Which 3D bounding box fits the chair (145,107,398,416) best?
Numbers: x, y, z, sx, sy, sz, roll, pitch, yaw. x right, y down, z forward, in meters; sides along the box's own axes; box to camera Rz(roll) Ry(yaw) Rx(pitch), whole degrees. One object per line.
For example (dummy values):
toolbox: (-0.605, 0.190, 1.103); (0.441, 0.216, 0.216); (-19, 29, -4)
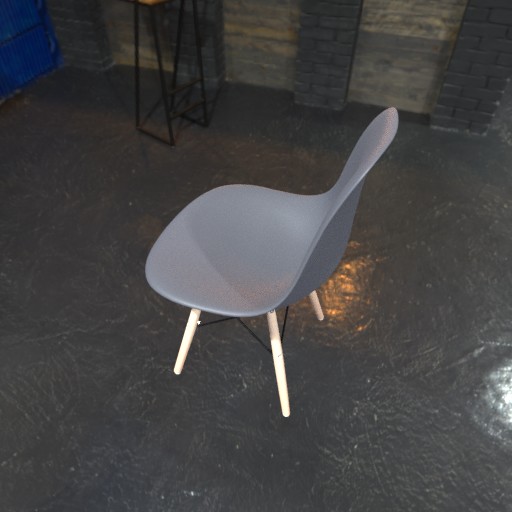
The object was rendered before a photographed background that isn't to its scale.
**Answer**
chair: (0.000, 0.000, 1.143); (0.533, 0.826, 0.470); (16, 47, 15)
